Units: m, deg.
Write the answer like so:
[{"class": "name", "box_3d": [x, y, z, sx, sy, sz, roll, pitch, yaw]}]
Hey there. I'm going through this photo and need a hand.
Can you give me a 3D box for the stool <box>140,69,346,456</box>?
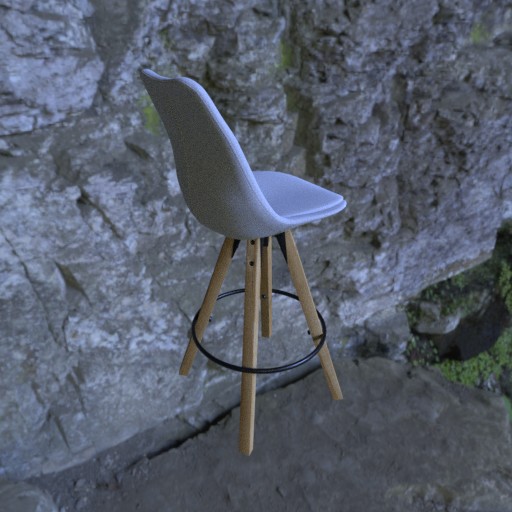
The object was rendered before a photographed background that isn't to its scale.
[{"class": "stool", "box_3d": [0.000, 0.000, 1.413, 0.550, 1.115, 0.484, -19, 33, -30]}]
